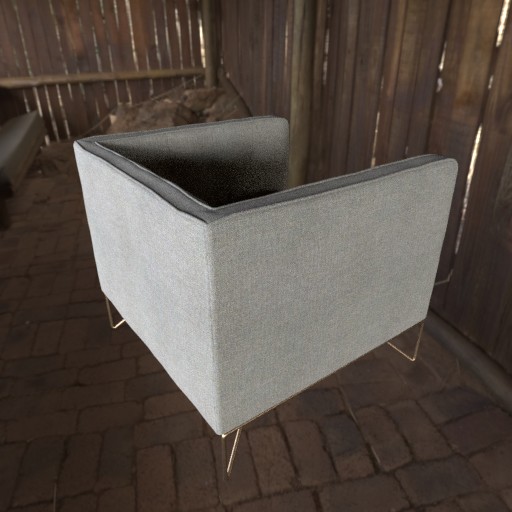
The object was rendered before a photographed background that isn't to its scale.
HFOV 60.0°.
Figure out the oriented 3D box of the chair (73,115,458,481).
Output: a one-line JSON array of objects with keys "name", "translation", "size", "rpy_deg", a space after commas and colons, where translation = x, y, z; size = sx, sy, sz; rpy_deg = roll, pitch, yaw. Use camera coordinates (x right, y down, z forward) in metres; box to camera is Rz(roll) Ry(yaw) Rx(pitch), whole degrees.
[{"name": "chair", "translation": [0.000, 0.000, 1.601], "size": [0.912, 0.799, 0.920], "rpy_deg": [-19, 33, -32]}]
